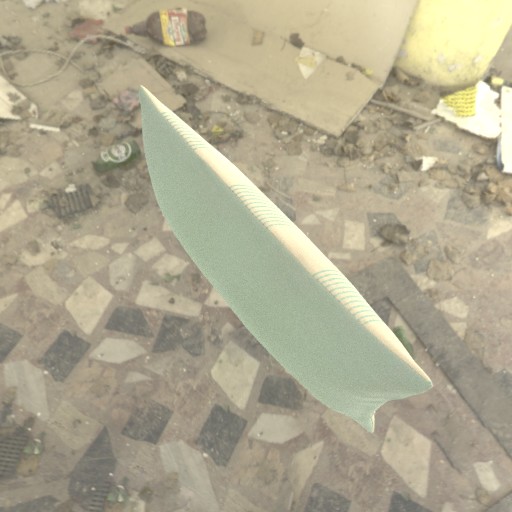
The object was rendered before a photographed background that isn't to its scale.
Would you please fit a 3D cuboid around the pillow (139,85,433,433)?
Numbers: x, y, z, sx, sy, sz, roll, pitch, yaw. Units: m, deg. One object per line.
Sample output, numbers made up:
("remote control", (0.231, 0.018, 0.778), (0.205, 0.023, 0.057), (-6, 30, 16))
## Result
("pillow", (0.000, 0.000, 0.706), (0.151, 0.287, 0.610), (-33, 64, -18))
